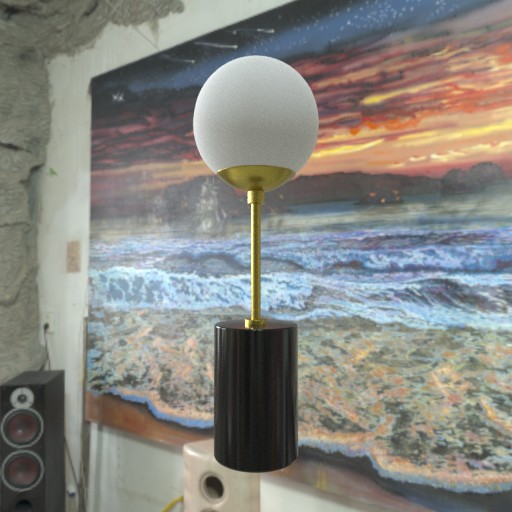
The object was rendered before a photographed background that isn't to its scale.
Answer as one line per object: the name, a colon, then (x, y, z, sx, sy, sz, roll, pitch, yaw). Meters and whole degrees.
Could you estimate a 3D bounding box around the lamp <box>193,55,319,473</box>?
lamp: (0.000, 0.000, 0.544, 0.153, 0.480, 0.153, 0, -1, 0)
